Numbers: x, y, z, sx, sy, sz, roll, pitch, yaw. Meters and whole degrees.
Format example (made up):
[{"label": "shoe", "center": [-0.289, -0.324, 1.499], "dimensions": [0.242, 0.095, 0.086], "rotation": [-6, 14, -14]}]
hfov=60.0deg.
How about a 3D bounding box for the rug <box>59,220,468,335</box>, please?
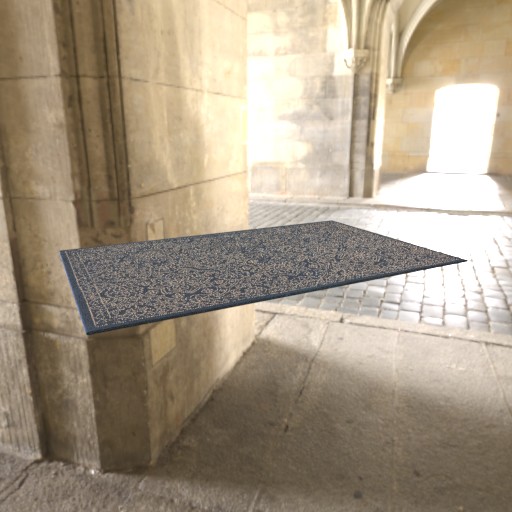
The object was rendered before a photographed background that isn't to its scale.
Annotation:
[{"label": "rug", "center": [0.000, 0.000, 3.109], "dimensions": [2.441, 0.015, 1.526], "rotation": [-8, 18, -26]}]
